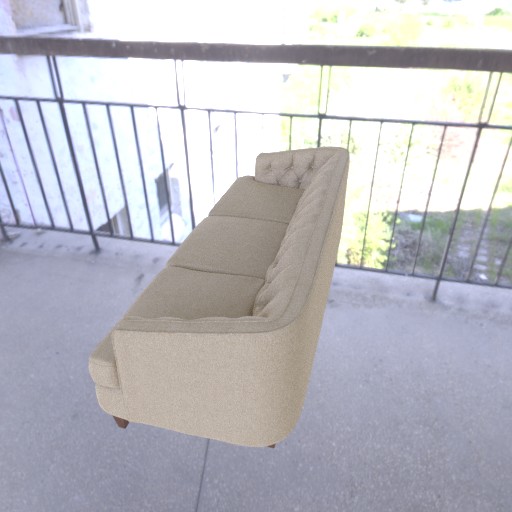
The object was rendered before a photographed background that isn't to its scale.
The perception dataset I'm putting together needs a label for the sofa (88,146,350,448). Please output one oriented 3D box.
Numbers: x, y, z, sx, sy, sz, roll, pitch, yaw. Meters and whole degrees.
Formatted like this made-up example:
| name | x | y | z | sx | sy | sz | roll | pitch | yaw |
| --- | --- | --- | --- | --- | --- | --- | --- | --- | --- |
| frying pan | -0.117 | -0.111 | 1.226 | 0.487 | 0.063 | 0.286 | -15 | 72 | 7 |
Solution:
| name | x | y | z | sx | sy | sz | roll | pitch | yaw |
| --- | --- | --- | --- | --- | --- | --- | --- | --- | --- |
| sofa | 0.000 | 0.000 | 2.699 | 0.913 | 0.788 | 2.235 | 8 | 32 | 13 |
